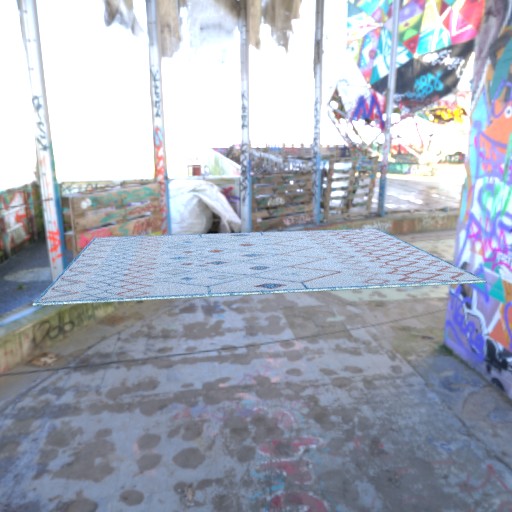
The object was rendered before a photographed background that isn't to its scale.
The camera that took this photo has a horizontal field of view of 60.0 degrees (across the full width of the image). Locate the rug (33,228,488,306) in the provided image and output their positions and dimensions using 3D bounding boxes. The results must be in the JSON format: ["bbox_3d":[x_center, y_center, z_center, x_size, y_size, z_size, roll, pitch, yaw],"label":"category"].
[{"bbox_3d":[0.000,0.000,3.066,2.438,0.015,1.524,-2,15,-8],"label":"rug"}]
